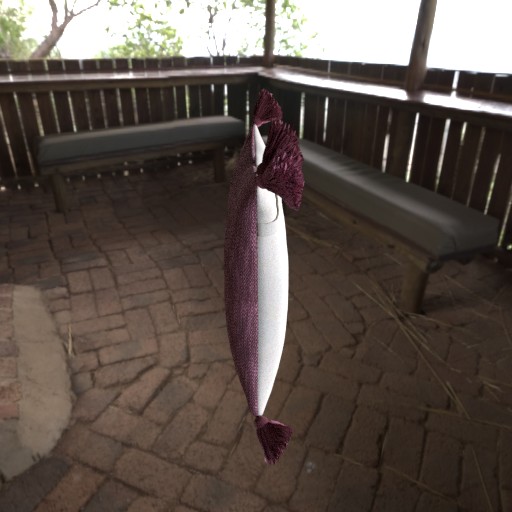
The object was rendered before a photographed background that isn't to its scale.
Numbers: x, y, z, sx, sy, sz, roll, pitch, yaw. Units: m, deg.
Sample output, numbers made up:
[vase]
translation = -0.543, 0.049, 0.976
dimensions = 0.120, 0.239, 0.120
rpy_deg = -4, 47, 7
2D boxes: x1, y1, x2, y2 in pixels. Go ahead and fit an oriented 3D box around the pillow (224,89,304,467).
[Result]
[pillow]
translation = 0.000, 0.000, 0.975
dimensions = 0.138, 0.659, 0.641
rpy_deg = 0, 26, -1
